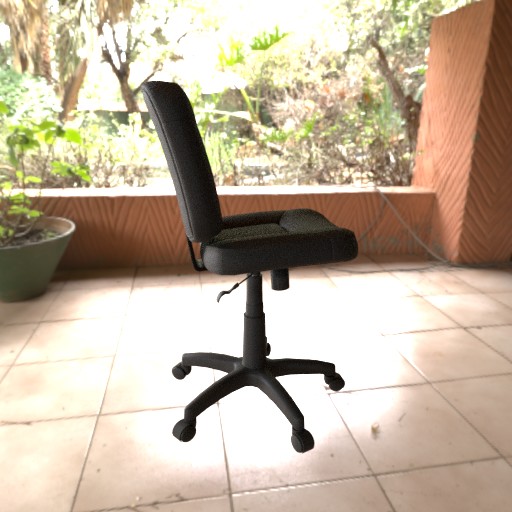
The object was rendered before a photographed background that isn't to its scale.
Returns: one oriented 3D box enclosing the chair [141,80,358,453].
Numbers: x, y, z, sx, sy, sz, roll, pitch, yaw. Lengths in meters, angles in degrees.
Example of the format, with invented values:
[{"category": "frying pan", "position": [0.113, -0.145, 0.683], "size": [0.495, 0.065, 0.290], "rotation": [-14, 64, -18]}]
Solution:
[{"category": "chair", "position": [0.000, 0.000, 1.341], "size": [0.610, 0.972, 0.610], "rotation": [-3, 16, -10]}]
